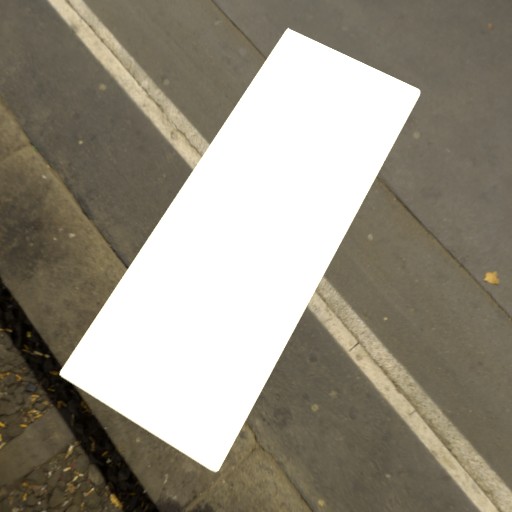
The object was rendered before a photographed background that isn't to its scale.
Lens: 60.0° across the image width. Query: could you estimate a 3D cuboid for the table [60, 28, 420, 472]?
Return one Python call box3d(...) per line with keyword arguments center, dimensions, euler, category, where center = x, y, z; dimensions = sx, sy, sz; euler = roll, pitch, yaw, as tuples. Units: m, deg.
box3d(center=(0.000, 0.000, 1.549), dimensions=(0.459, 0.740, 1.184), euler=(29, 77, 7), category="table")
